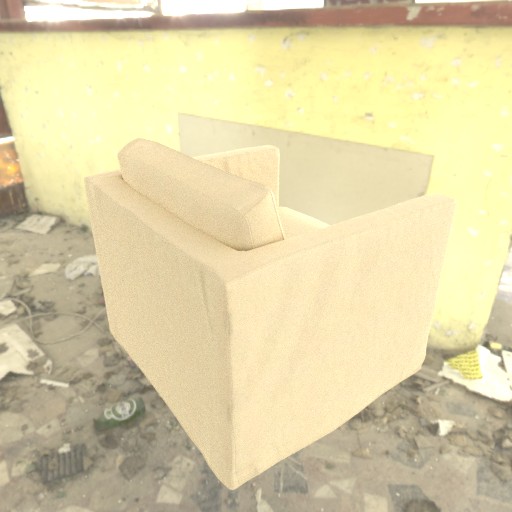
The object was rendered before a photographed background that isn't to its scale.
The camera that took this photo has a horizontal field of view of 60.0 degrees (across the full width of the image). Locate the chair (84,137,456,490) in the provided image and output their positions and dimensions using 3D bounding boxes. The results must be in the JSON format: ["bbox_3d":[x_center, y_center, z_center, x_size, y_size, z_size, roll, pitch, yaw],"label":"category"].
[{"bbox_3d":[0.000,0.000,1.710,0.947,0.851,1.057,-18,31,-32],"label":"chair"}]
